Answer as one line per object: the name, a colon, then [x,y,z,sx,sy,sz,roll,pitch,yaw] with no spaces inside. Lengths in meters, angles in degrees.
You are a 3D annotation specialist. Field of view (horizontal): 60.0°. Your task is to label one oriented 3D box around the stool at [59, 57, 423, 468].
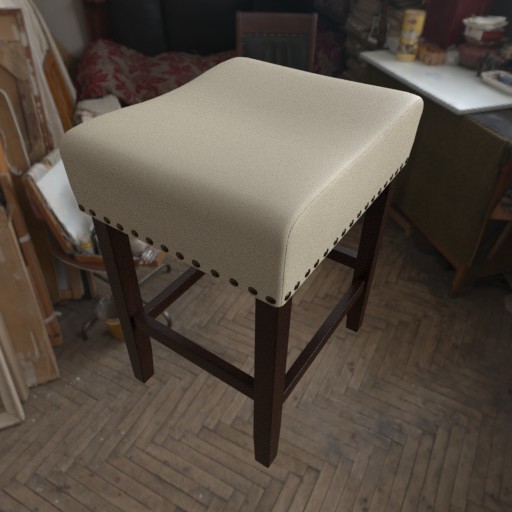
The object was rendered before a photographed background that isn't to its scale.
stool: [0.000,0.000,0.895,0.401,0.609,0.471,24,46,25]
